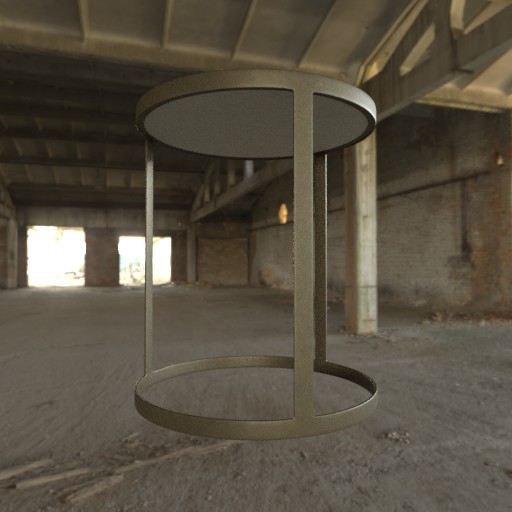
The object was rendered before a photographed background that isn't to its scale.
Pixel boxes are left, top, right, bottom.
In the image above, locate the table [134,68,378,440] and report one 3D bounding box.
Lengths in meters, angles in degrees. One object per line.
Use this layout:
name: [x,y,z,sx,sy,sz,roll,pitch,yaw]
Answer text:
table: [0.000,0.000,0.912,0.480,0.565,0.480,0,-1,0]
